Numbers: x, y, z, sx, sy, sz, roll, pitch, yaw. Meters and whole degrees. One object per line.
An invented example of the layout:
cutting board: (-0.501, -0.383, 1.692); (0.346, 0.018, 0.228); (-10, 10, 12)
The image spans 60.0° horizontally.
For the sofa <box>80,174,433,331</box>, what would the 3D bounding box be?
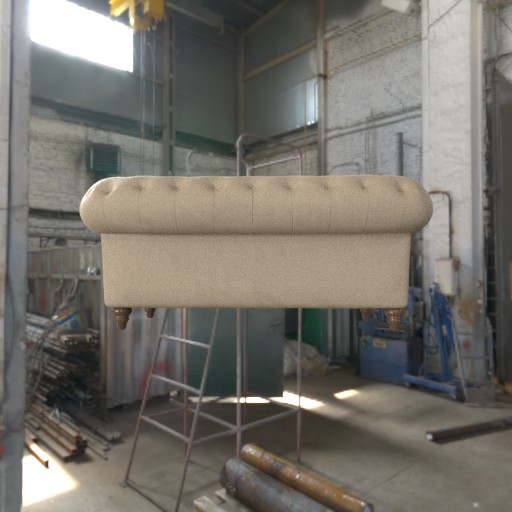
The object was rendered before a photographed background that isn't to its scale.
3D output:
sofa: (0.000, 0.000, 2.649); (1.988, 0.835, 1.069); (0, -2, 2)
